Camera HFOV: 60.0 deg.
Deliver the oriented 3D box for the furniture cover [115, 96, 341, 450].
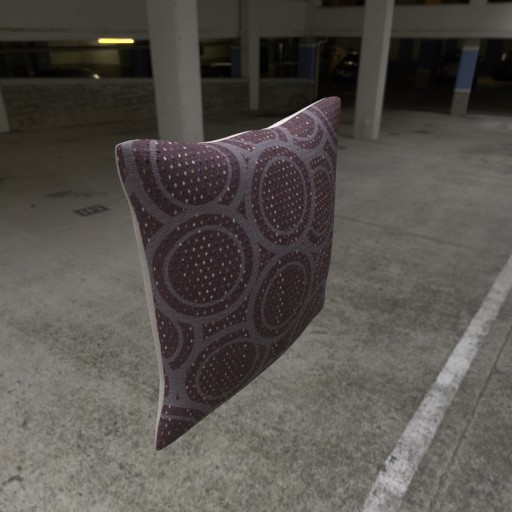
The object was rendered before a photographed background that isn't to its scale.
[{"bbox_3d":[0.000,0.000,0.819,0.193,0.509,0.552,19,32,32],"label":"furniture cover"}]
